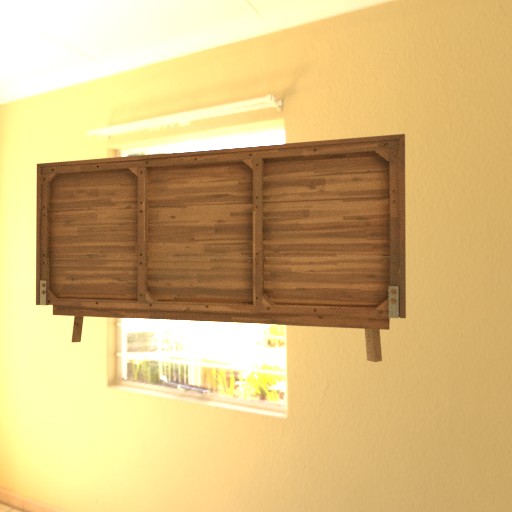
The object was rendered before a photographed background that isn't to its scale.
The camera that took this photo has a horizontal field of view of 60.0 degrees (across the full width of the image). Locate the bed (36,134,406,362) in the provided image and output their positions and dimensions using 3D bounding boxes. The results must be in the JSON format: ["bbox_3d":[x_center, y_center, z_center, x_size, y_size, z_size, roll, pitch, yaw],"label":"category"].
[{"bbox_3d":[0.000,0.000,3.391,2.116,1.100,2.167,0,-1,17],"label":"bed"}]
